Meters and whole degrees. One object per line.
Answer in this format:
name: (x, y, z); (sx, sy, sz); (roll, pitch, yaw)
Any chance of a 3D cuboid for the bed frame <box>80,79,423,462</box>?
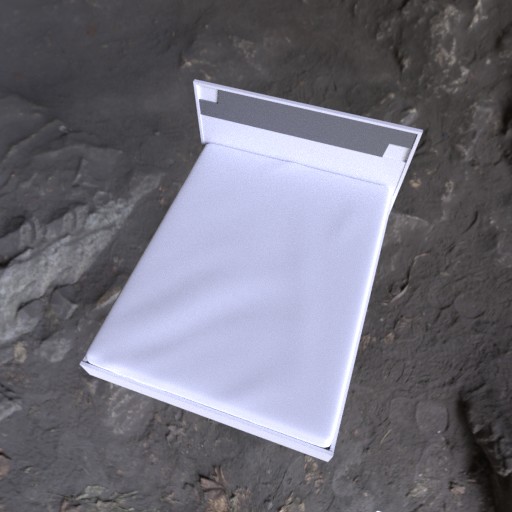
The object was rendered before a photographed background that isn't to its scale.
bed frame: (0.000, 0.000, 3.092); (1.711, 1.001, 2.100); (16, 59, 10)
